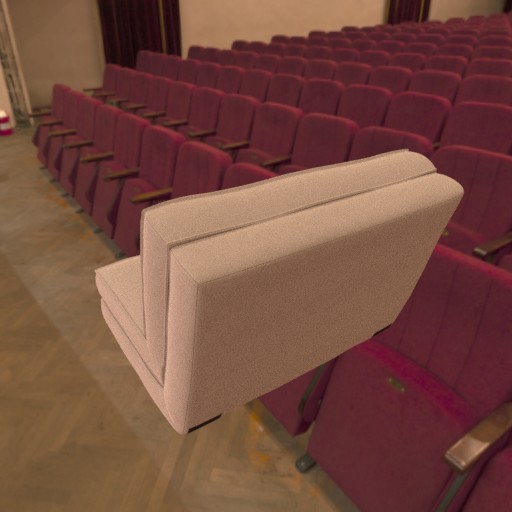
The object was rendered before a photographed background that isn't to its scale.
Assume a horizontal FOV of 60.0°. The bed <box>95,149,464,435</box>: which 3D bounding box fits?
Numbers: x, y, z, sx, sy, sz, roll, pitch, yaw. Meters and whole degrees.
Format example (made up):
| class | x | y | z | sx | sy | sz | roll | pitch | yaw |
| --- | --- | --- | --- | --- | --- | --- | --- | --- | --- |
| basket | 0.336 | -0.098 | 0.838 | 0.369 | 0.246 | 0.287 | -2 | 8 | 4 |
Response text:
| class | x | y | z | sx | sy | sz | roll | pitch | yaw |
| --- | --- | --- | --- | --- | --- | --- | --- | --- | --- |
| bed | 0.000 | 0.000 | 1.300 | 0.799 | 0.614 | 0.749 | -18 | 34 | -30 |
